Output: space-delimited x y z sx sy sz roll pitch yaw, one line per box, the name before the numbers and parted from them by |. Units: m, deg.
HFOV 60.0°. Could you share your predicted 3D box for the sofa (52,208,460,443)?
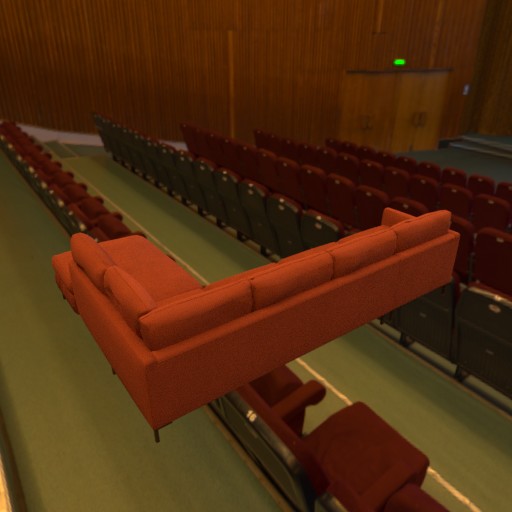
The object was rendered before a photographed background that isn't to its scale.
sofa | 0.000 0.000 3.589 2.736 0.757 1.879 -18 32 -31
